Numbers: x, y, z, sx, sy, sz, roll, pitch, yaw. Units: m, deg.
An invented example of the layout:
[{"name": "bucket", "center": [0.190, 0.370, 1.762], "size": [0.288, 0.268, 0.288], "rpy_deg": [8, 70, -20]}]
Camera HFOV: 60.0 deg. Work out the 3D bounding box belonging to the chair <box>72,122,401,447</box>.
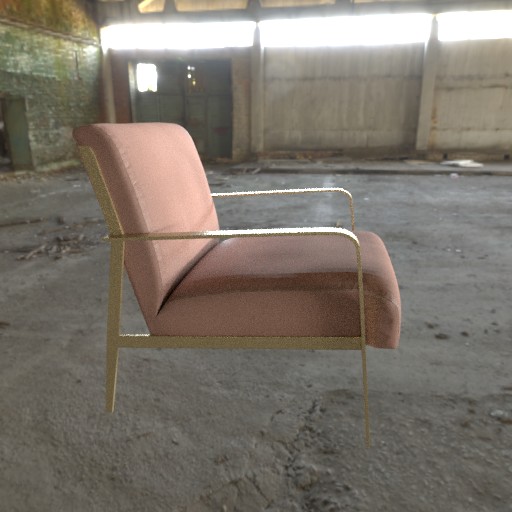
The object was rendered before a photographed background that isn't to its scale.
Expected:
[{"name": "chair", "center": [0.000, 0.000, 1.427], "size": [0.848, 0.823, 0.701], "rpy_deg": [3, 17, 10]}]
